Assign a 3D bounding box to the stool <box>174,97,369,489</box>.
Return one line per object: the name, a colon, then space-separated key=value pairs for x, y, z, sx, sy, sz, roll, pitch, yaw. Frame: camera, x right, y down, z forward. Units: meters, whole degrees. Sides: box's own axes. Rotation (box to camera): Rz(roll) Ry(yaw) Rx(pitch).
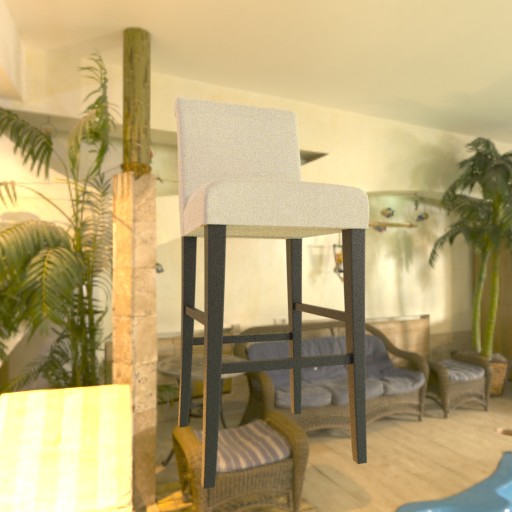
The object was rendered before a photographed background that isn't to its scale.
stool: x=0.000 y=0.000 z=1.390 sx=0.452 sy=1.124 sz=0.597 roll=0 pitch=-1 yaw=-18
